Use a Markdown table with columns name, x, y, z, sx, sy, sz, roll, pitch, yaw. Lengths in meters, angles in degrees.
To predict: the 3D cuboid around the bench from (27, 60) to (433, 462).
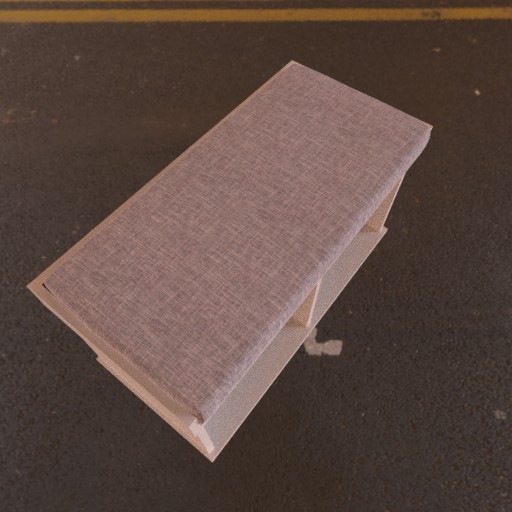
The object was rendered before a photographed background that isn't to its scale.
| name | x | y | z | sx | sy | sz | roll | pitch | yaw |
| --- | --- | --- | --- | --- | --- | --- | --- | --- | --- |
| bench | 0.000 | 0.000 | 0.975 | 0.362 | 0.461 | 0.734 | 34 | 64 | 19 |
